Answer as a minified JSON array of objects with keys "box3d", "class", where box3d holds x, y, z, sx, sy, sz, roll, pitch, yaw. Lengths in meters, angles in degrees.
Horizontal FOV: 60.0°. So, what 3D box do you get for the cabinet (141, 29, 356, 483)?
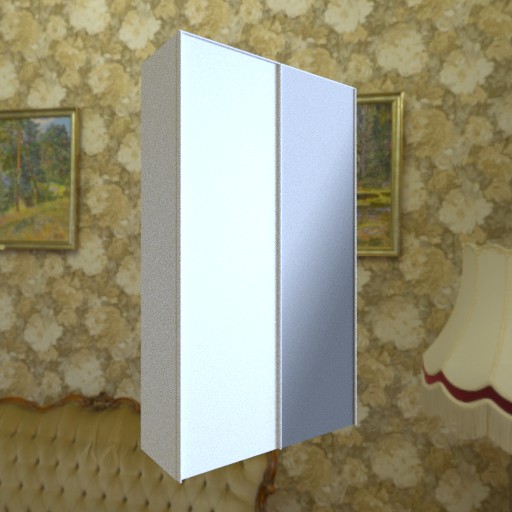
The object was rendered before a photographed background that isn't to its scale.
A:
[{"box3d":[0.000,0.000,2.663,1.250,2.160,0.480,0,0,-36],"class":"cabinet"}]
